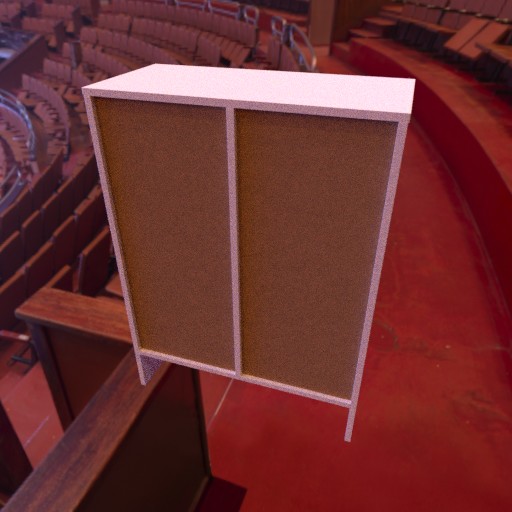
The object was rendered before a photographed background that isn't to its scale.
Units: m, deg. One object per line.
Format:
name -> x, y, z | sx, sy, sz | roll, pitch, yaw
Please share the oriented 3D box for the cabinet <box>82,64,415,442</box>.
cabinet -> 0.000, 0.000, 1.098 | 0.600, 0.815, 0.296 | 10, 34, 15
